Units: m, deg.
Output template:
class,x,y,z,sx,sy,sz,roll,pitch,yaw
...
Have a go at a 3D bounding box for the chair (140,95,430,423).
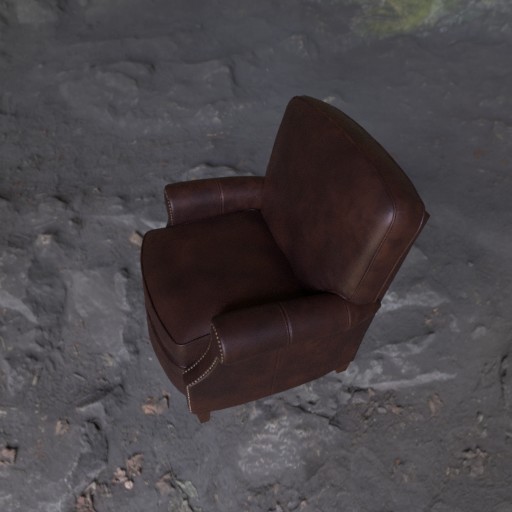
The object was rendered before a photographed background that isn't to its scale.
class,x,y,z,sx,sy,sz,roll,pitch,yaw
chair,0.000,0.000,1.808,0.986,1.018,0.936,-14,47,-14
